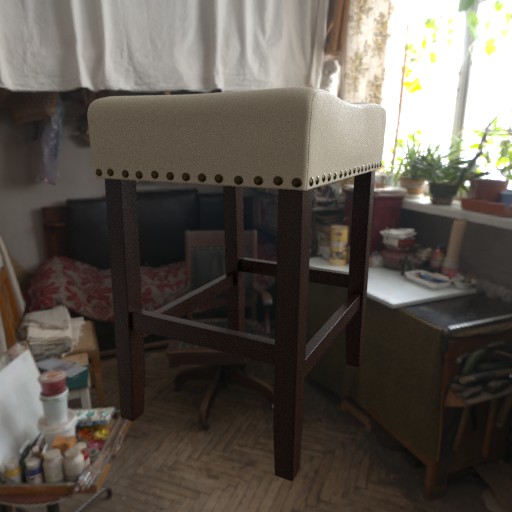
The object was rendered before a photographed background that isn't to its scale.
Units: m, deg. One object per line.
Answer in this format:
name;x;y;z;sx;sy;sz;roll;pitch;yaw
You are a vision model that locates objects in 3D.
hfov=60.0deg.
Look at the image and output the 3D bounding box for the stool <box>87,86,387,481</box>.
stool;0.000;0.000;0.916;0.401;0.609;0.471;8;17;26
